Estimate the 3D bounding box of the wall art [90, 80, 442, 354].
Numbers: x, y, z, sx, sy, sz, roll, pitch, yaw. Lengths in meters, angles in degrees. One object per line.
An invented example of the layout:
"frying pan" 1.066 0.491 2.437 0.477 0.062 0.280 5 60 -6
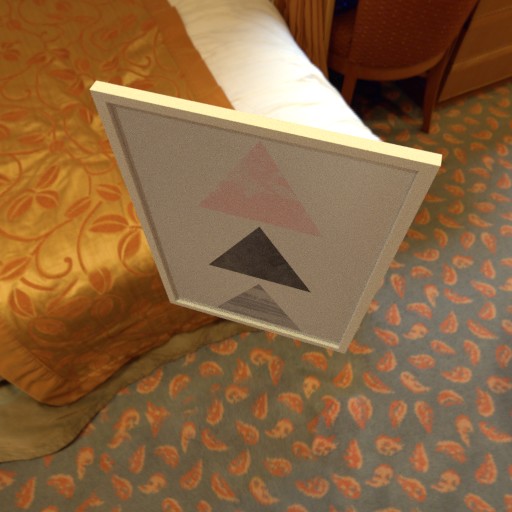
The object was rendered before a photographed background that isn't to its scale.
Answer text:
"wall art" 0.000 0.000 0.554 0.303 0.433 0.013 15 60 9
